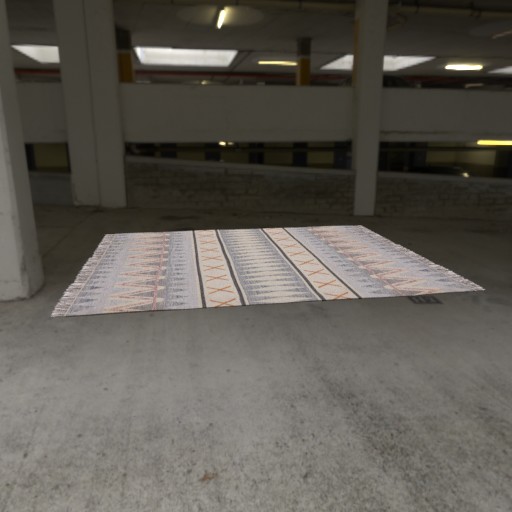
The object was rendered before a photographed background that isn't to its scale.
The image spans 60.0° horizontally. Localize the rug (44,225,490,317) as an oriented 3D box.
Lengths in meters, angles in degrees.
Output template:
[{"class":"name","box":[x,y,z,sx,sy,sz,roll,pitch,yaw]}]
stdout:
[{"class":"rug","box":[0.000,0.000,4.031,3.000,0.012,2.371,-3,16,-9]}]
